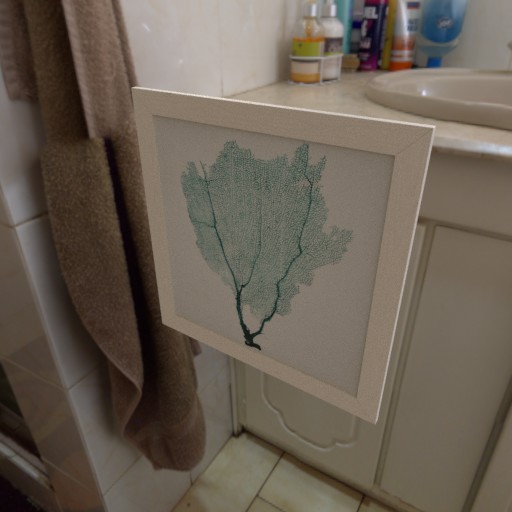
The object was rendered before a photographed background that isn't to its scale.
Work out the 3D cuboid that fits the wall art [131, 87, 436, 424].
[{"bbox_3d":[0.000,0.000,0.870,0.572,0.577,0.015,18,35,29],"label":"wall art"}]
